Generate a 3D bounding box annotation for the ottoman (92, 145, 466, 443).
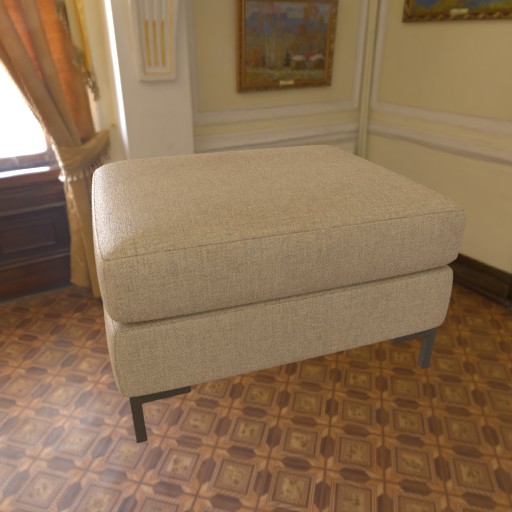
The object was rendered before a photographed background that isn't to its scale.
[{"bbox_3d":[0.000,0.000,1.228,0.820,0.490,0.671,-9,28,-17],"label":"ottoman"}]
